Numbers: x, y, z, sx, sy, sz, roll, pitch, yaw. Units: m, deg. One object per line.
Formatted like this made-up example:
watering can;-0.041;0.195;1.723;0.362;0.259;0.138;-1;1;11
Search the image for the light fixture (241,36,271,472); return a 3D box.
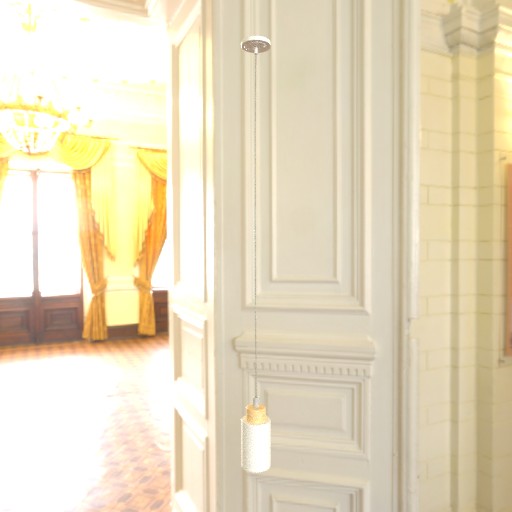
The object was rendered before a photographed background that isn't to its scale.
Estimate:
light fixture;0.000;0.000;1.887;0.125;1.798;0.125;0;1;19
